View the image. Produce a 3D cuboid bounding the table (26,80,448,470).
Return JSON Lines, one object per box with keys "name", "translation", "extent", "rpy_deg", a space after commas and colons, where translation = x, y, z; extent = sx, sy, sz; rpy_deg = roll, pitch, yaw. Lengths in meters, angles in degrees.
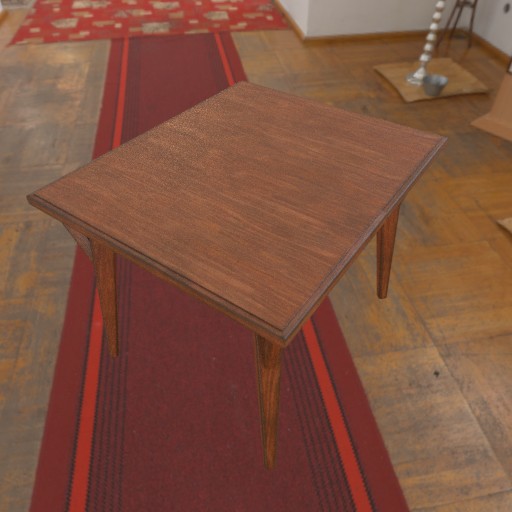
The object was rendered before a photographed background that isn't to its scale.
{"name": "table", "translation": [0.000, 0.000, 1.582], "extent": [0.838, 0.761, 0.991], "rpy_deg": [26, 49, 25]}
